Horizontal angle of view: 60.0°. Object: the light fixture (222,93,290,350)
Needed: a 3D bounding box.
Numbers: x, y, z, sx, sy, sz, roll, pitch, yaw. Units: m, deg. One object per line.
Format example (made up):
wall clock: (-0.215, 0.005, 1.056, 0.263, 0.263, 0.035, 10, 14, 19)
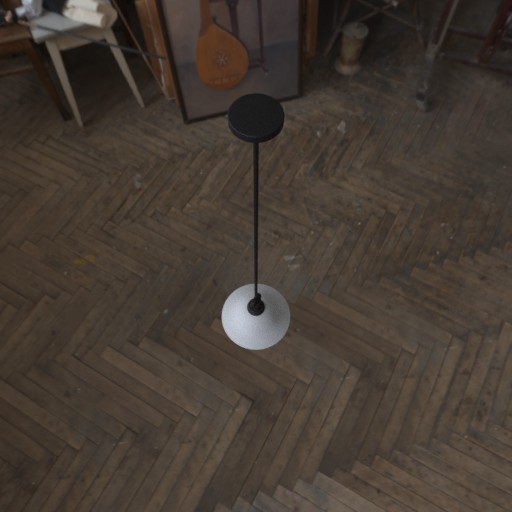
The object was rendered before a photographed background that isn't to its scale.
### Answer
light fixture: (0.000, 0.000, 1.490, 0.324, 1.337, 0.324, 33, 69, 14)
